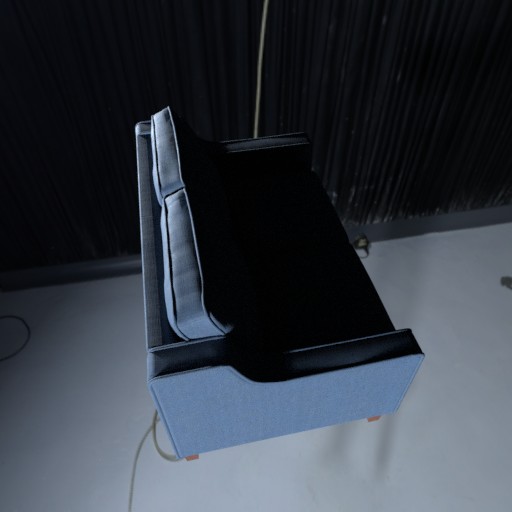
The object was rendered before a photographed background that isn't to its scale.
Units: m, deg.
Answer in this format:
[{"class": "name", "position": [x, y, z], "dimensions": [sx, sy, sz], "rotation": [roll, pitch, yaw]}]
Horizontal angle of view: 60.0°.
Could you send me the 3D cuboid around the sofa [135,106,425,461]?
[{"class": "sofa", "position": [0.000, 0.000, 2.138], "dimensions": [0.987, 0.971, 1.501], "rotation": [-9, 48, -8]}]
